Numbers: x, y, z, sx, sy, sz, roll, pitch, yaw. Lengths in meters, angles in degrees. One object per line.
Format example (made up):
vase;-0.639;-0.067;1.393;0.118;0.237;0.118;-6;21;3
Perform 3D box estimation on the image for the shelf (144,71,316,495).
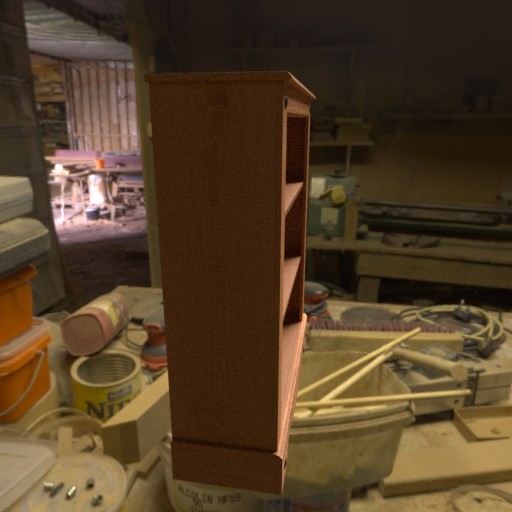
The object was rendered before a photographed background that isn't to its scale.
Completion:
shelf;0.000;0.000;1.377;0.291;0.980;0.840;3;17;10
